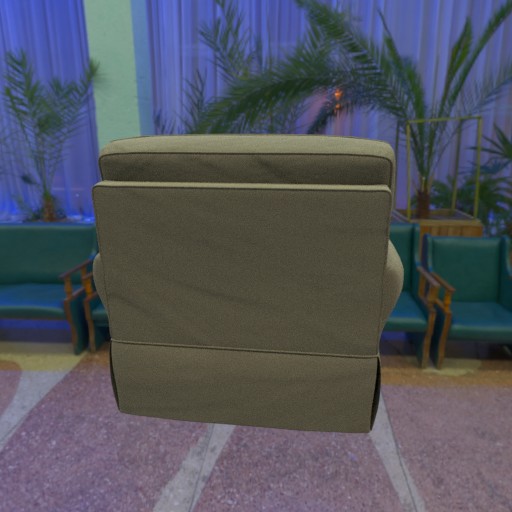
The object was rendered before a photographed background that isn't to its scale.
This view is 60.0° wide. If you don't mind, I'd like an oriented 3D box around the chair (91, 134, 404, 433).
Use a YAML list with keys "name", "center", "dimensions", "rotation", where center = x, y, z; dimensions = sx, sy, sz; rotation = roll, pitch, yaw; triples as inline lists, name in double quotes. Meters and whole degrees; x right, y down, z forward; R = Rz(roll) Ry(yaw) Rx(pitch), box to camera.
- name: "chair"
  center: [0.000, 0.000, 1.900]
  dimensions: [1.135, 1.017, 0.988]
  rotation: [2, 16, 7]
